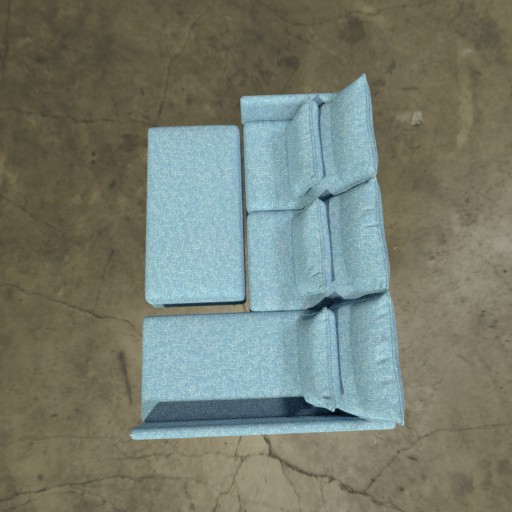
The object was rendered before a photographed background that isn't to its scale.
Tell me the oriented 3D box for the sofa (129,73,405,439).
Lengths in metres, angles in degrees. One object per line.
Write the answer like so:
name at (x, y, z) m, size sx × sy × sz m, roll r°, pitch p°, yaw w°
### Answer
sofa at (0.000, 0.000, 2.749) m, size 1.420 × 0.899 × 2.034 m, roll -2°, pitch 76°, yaw -1°
